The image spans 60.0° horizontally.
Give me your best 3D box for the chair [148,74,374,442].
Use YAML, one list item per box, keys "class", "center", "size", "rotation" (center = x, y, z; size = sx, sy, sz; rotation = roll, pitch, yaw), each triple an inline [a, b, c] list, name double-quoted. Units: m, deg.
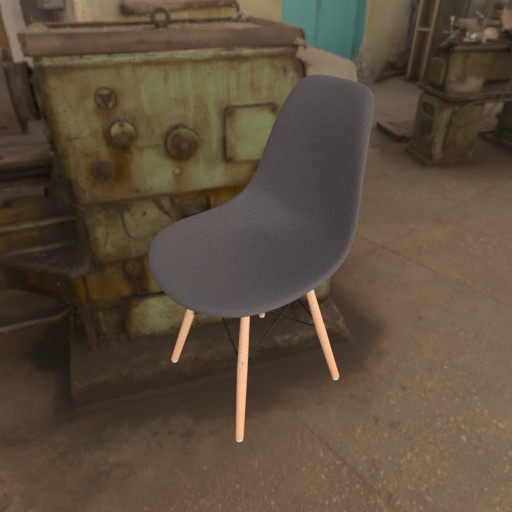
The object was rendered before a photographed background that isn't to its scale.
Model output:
- class: "chair"
  center: [0.000, 0.000, 1.169]
  size: [0.533, 0.826, 0.470]
  rotation: [-22, 39, -31]
